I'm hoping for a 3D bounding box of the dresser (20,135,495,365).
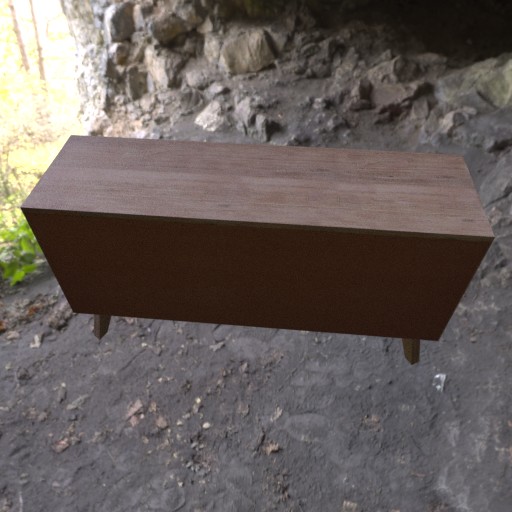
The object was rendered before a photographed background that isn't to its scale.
[{"bbox_3d":[0.000,0.000,1.890,1.554,0.805,0.455,4,47,4],"label":"dresser"}]
